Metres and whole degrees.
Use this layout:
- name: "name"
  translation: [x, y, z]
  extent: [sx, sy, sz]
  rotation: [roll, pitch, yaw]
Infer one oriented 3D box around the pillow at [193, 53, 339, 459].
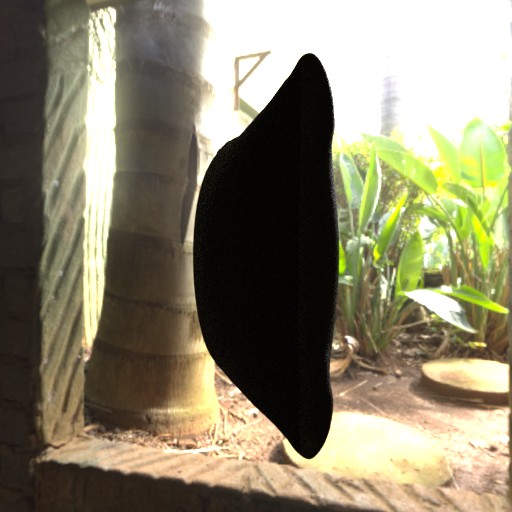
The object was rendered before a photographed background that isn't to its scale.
- name: "pillow"
  translation: [0.000, 0.000, 0.804]
  extent: [0.210, 0.523, 0.533]
  rotation: [0, 0, -18]
